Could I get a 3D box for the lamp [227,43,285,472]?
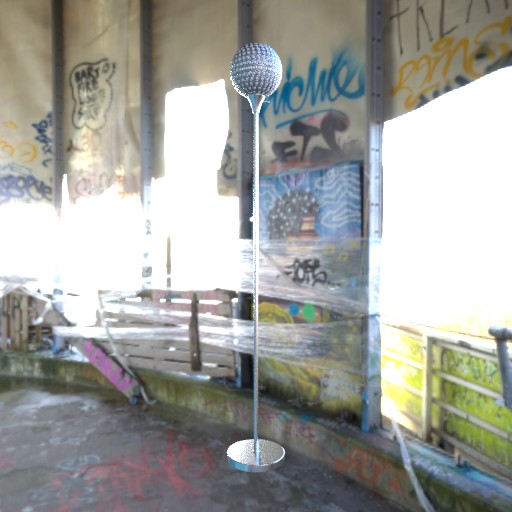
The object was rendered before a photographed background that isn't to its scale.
[{"bbox_3d":[0.000,0.000,1.958,0.254,1.805,0.254,0,1,0],"label":"lamp"}]
